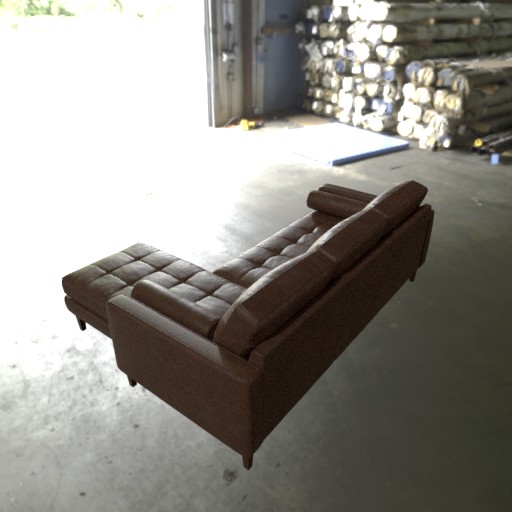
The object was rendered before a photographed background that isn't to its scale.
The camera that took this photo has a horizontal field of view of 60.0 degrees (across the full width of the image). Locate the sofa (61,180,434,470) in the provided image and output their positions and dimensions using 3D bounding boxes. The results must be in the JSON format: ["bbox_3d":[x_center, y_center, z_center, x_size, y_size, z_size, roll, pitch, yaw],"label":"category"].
[{"bbox_3d":[0.000,0.000,2.961,1.613,0.841,2.185,21,35,32],"label":"sofa"}]
